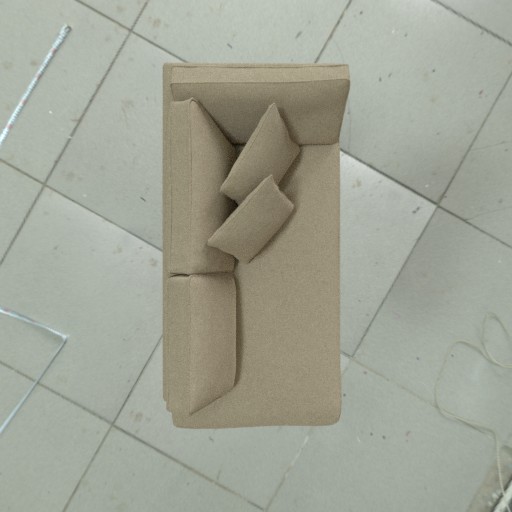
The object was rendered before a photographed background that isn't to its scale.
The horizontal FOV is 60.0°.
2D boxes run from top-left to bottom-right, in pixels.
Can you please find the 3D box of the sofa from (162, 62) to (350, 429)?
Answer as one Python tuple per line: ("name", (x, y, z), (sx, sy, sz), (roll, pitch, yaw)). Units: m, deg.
("sofa", (0.000, 0.000, 2.855), (1.110, 1.033, 2.237), (0, 90, 0))
